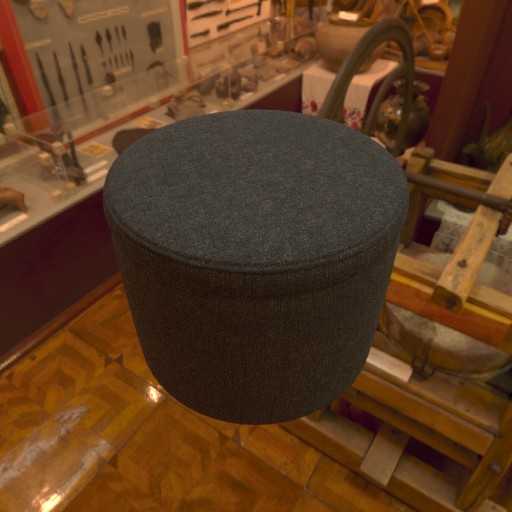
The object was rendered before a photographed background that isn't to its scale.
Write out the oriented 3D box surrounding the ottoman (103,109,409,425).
[{"bbox_3d":[0.000,0.000,0.889,0.520,0.430,0.520,0,41,0],"label":"ottoman"}]
